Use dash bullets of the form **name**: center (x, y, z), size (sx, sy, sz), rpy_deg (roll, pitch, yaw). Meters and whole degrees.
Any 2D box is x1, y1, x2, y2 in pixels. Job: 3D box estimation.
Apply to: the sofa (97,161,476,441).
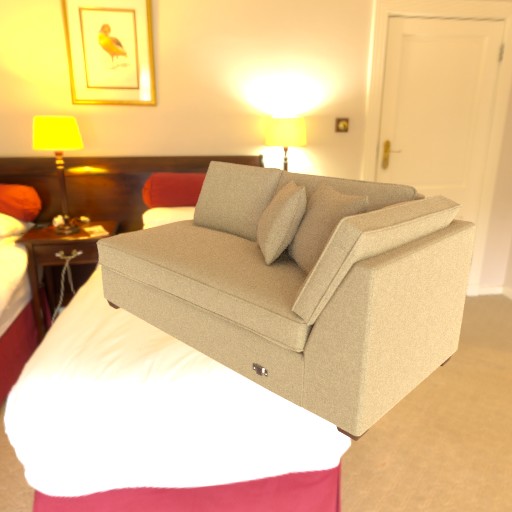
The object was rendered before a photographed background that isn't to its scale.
- **sofa**: center (0.000, 0.000, 2.818), size (2.237, 1.033, 1.110), rpy_deg (16, 24, 42)
